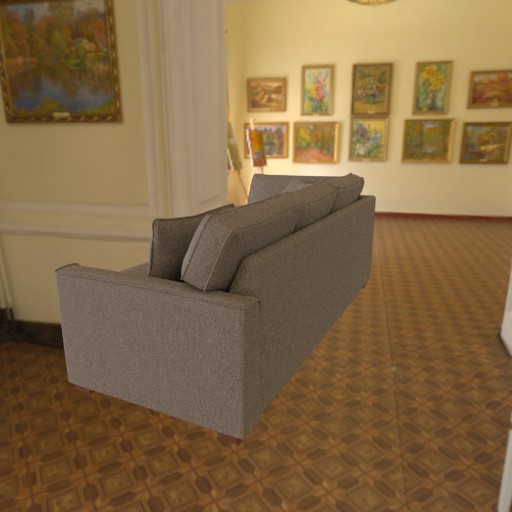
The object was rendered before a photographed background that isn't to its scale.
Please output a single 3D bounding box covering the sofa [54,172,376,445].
[{"bbox_3d":[0.000,0.000,2.878,1.061,0.962,2.317,7,17,25],"label":"sofa"}]
